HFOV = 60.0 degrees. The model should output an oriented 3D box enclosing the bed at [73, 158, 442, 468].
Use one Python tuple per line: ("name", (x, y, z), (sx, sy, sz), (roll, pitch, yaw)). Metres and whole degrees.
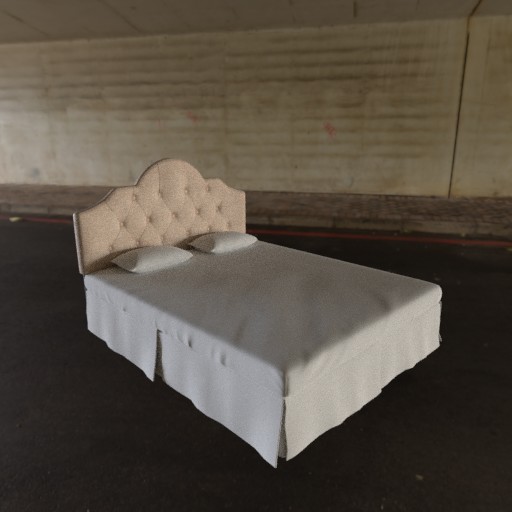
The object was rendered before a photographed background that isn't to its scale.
("bed", (0.000, 0.000, 2.953), (1.970, 1.194, 1.667), (15, 22, 43))
